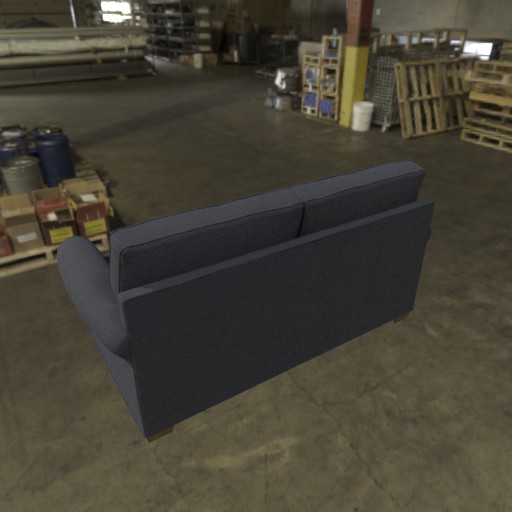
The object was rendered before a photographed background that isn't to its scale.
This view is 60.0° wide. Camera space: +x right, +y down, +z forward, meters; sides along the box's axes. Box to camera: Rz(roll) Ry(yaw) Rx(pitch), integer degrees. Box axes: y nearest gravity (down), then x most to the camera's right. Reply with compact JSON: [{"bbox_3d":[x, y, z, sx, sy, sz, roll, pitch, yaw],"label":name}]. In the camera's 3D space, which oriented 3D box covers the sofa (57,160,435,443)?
[{"bbox_3d":[0.000,0.000,2.542,2.009,1.031,0.951,-18,34,-28],"label":"sofa"}]
